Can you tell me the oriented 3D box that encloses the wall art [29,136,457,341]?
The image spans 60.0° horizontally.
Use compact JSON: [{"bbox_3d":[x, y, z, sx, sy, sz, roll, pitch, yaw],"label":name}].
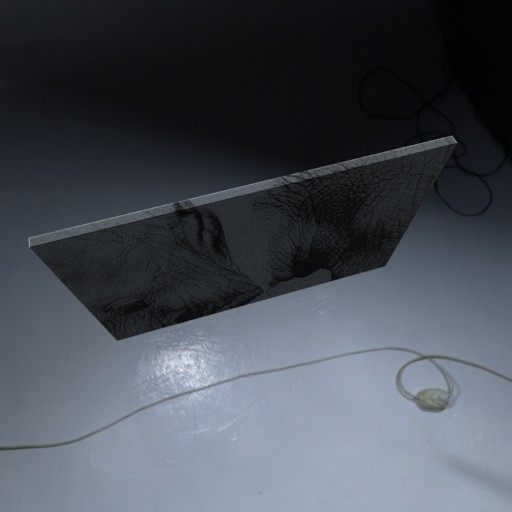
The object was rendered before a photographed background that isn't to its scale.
[{"bbox_3d":[0.000,0.000,1.184,0.914,0.607,0.023,-15,63,-8],"label":"wall art"}]
